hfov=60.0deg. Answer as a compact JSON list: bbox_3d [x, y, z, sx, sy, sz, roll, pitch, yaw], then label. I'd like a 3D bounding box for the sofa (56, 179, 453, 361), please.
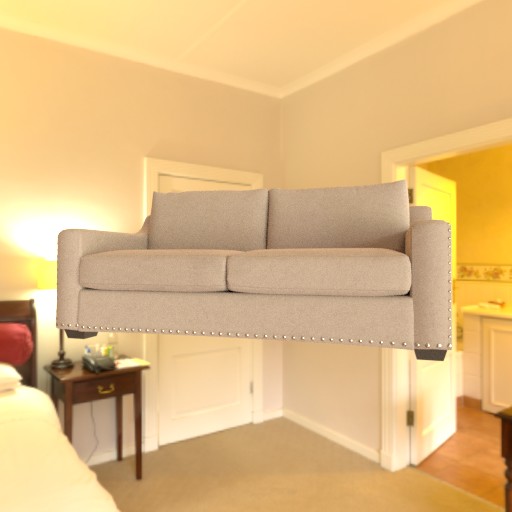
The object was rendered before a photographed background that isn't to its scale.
[{"bbox_3d":[0.000,0.000,2.550,1.967,0.901,1.030,0,-1,17],"label":"sofa"}]
